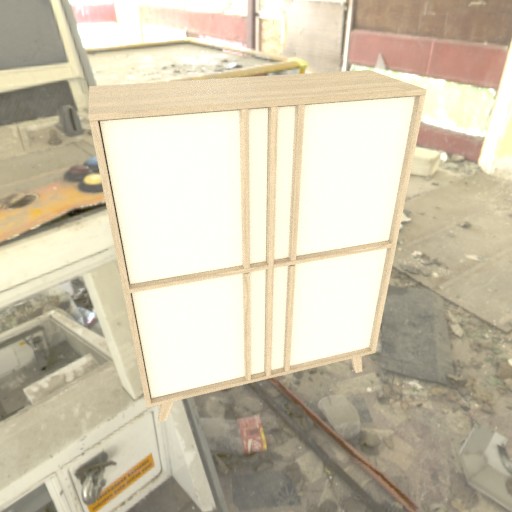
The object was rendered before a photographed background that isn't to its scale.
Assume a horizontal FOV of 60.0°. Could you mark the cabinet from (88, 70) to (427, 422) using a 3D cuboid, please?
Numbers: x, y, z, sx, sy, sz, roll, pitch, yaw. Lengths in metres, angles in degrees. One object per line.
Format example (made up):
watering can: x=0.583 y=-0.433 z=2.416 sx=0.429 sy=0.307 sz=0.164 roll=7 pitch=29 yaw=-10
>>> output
cabinet: x=0.000 y=0.000 z=1.916 sx=1.111 sy=1.388 sz=0.398 roll=-9 pitch=33 yaw=-15
